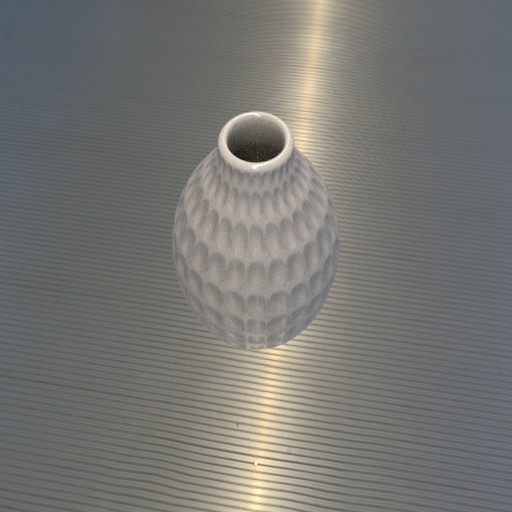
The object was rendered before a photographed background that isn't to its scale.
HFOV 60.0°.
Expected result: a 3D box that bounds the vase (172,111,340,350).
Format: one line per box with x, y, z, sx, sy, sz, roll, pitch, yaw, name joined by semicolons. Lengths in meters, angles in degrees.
0.000;0.000;0.351;0.127;0.282;0.127;0;65;0;vase
